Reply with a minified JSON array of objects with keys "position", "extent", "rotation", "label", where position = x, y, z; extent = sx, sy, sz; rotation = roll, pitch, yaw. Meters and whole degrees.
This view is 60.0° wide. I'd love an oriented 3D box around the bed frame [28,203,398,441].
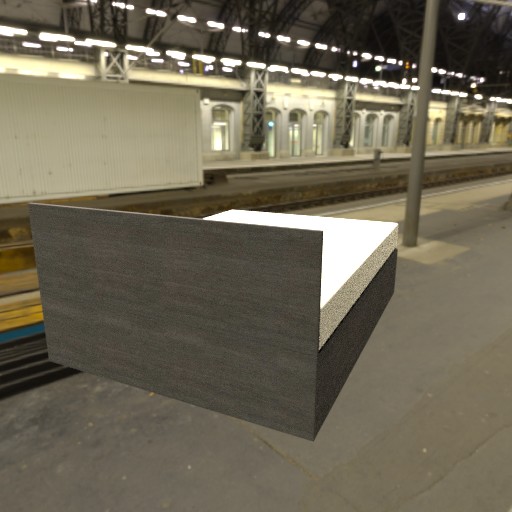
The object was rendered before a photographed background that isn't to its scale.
[{"position":[0.000,0.000,2.663],"extent":[1.400,0.800,1.900],"rotation":[7,17,25],"label":"bed frame"}]
